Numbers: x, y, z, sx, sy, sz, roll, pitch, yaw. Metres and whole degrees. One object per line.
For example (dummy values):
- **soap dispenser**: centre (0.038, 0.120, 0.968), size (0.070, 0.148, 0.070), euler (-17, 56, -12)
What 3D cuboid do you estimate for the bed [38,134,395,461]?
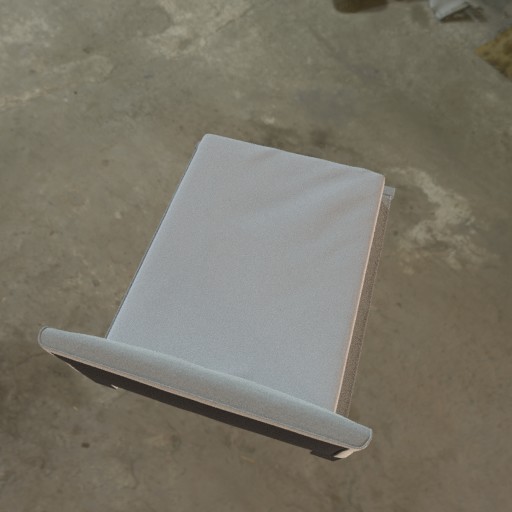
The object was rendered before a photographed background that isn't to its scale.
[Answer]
- **bed**: centre (0.000, 0.000, 3.451), size (1.980, 1.126, 2.498), euler (15, 63, 8)
